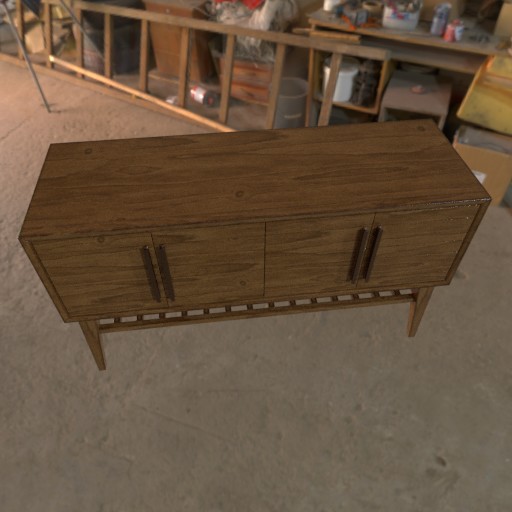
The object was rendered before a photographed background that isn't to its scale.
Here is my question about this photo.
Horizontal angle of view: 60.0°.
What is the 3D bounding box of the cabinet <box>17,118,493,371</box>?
[{"bbox_3d":[0.000,0.000,1.709,1.363,0.802,0.477,-5,47,-5],"label":"cabinet"}]
